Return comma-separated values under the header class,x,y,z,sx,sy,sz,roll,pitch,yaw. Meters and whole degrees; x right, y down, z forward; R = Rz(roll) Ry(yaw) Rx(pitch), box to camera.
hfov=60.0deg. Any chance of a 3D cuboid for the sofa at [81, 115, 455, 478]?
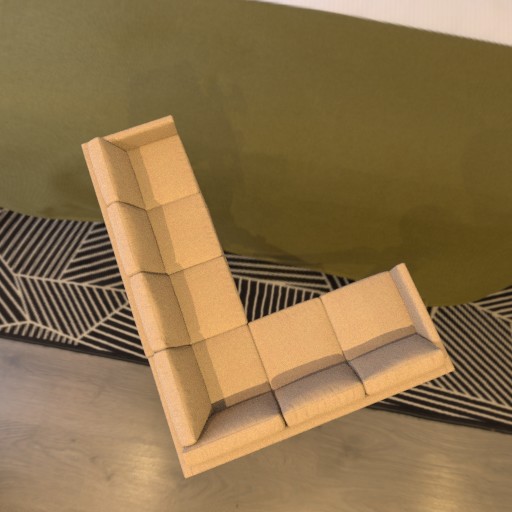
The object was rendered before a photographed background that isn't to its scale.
class,x,y,z,sx,sy,sz,roll,pitch,yaw
sofa,0.000,0.000,4.253,2.432,0.871,3.182,-20,76,-5
